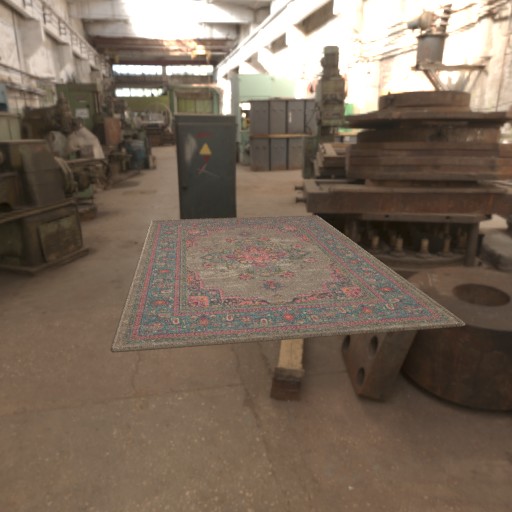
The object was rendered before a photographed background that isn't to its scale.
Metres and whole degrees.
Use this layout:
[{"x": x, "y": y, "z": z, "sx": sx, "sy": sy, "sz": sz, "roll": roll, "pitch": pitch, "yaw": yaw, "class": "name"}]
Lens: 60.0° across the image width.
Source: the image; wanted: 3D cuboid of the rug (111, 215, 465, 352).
[{"x": 0.000, "y": 0.000, "z": 2.210, "sx": 1.144, "sy": 0.014, "sz": 1.748, "roll": -3, "pitch": 17, "yaw": -8, "class": "rug"}]
